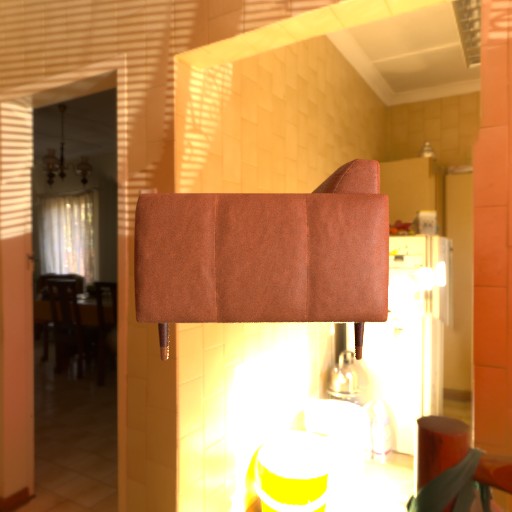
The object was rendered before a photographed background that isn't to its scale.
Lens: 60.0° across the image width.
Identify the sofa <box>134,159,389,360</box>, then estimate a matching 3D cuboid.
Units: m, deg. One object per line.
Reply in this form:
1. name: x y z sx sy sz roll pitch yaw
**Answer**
1. sofa: 0.000 0.000 2.771 0.990 0.821 2.291 0 1 -1
